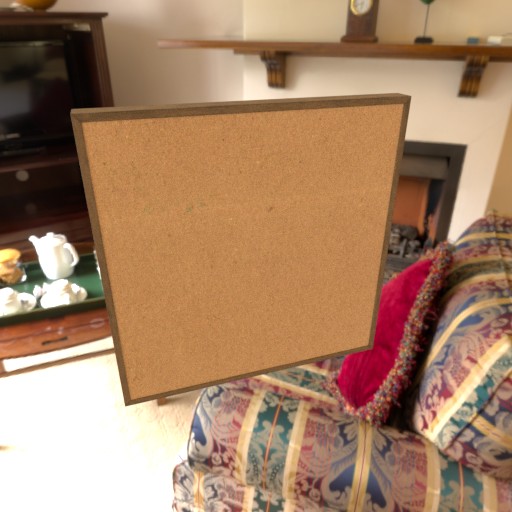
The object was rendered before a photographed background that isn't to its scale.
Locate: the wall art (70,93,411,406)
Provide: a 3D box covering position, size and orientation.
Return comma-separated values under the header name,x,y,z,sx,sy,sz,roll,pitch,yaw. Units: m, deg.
name,x,y,z,sx,sy,sz,roll,pitch,yaw
wall art,0.000,0.000,0.766,0.508,0.508,0.038,-9,29,-16
